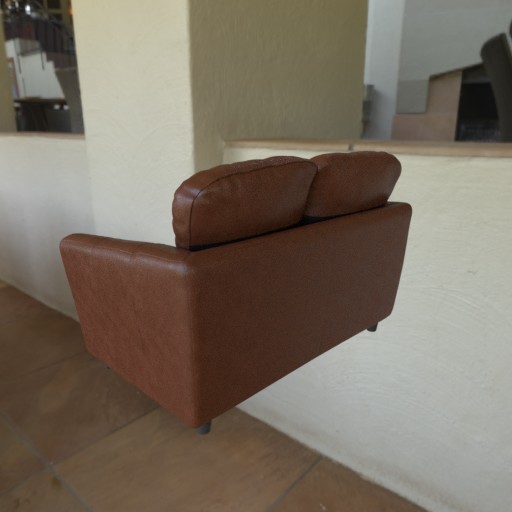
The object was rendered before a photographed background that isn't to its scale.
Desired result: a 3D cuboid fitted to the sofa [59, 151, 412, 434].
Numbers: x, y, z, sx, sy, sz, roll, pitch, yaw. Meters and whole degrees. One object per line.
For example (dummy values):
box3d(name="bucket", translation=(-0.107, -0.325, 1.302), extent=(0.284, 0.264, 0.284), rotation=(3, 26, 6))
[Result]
box3d(name="sofa", translation=(0.000, 0.000, 1.961), extent=(0.805, 0.906, 1.406), rotation=(15, 22, 42))
